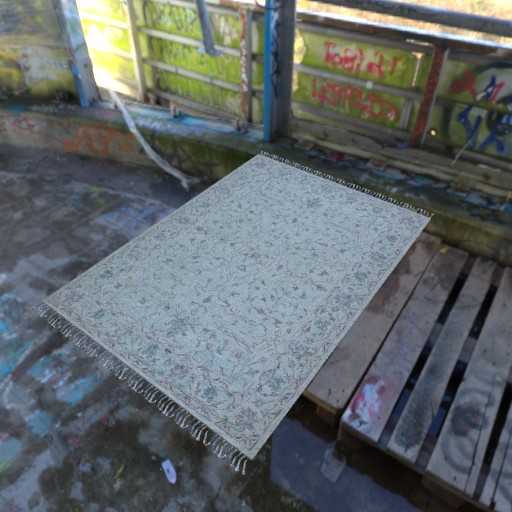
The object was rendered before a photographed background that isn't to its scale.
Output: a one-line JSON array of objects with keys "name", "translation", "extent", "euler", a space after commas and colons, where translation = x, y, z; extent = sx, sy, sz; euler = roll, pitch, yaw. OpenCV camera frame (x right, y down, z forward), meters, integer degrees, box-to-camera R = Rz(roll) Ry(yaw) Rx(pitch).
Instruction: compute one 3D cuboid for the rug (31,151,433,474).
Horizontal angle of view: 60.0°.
[{"name": "rug", "translation": [0.000, 0.000, 2.284], "extent": [1.247, 0.008, 1.802], "euler": [27, 49, 26]}]
